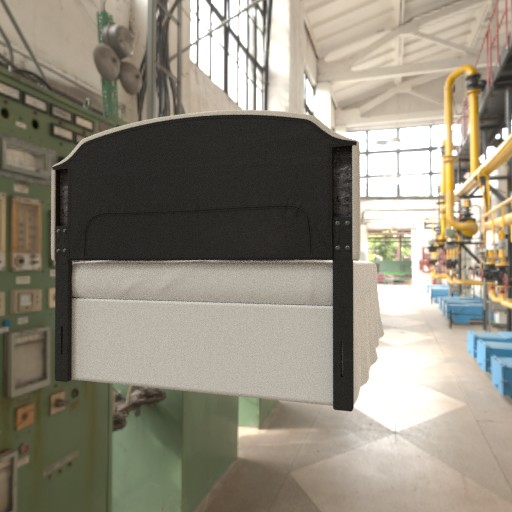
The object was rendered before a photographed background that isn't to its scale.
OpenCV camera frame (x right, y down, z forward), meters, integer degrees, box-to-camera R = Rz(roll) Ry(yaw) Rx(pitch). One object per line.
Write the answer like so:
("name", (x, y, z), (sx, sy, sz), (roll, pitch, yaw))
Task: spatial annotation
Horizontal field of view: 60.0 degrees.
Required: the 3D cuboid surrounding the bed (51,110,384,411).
("bed", (0.000, 0.000, 2.938), (1.558, 1.270, 1.999), (0, -1, 18))
